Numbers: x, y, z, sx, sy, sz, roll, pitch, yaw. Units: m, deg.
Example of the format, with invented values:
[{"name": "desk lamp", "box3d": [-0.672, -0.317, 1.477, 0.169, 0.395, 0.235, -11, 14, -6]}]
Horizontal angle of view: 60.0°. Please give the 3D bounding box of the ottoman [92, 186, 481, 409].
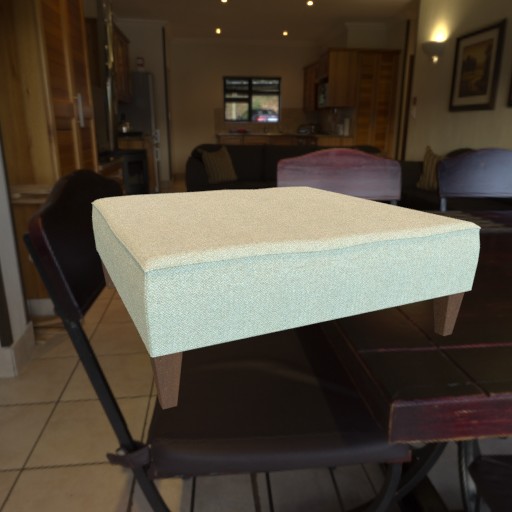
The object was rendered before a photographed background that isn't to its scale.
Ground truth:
[{"name": "ottoman", "box3d": [0.000, 0.000, 1.542, 0.968, 0.379, 1.004, -7, 17, -24]}]
